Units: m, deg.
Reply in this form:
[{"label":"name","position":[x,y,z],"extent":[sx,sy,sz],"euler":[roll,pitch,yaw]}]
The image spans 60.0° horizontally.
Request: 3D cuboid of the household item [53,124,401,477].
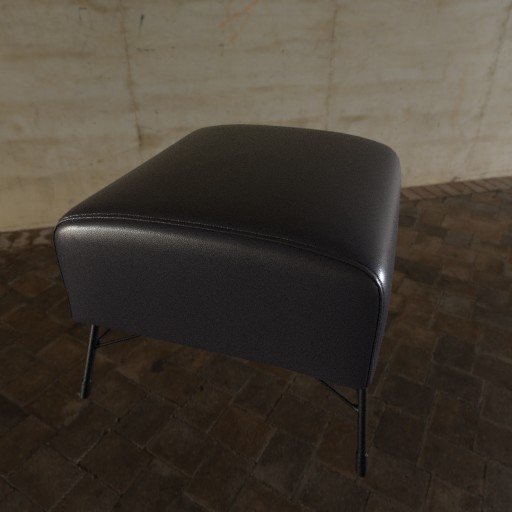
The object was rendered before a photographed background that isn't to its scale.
[{"label":"household item","position":[0.000,0.000,0.869],"extent":[0.530,0.410,0.530],"euler":[9,32,15]}]
